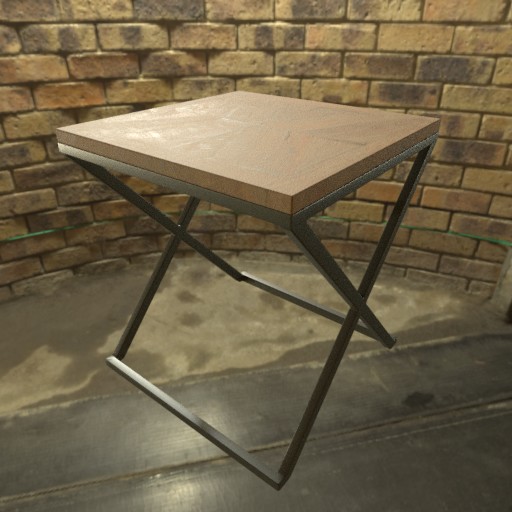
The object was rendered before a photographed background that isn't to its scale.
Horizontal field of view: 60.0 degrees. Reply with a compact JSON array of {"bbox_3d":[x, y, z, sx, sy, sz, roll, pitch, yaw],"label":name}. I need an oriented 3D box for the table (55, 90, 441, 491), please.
[{"bbox_3d":[0.000,0.000,0.934,0.499,0.550,0.498,22,36,33],"label":"table"}]
